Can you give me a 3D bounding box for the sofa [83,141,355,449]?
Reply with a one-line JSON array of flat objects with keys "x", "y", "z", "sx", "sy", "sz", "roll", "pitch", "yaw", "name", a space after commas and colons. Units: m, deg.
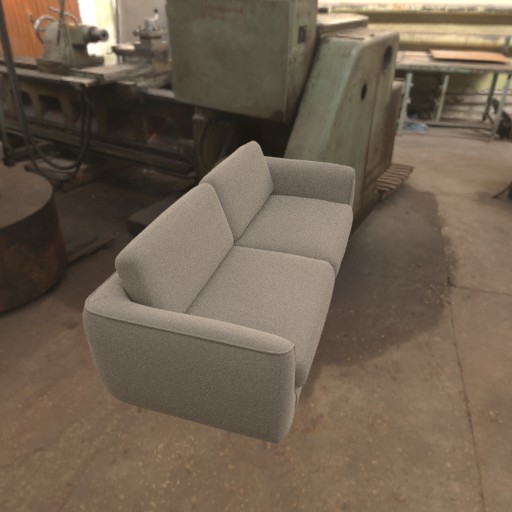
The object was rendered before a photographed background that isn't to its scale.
[{"x": 0.000, "y": 0.000, "z": 2.485, "sx": 0.920, "sy": 0.850, "sz": 2.000, "roll": 9, "pitch": 32, "yaw": 15, "name": "sofa"}]
